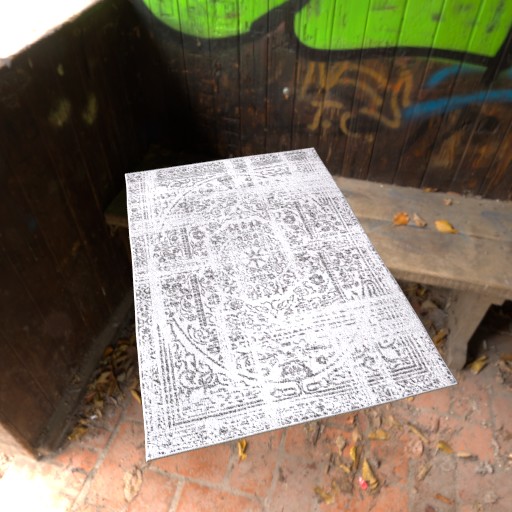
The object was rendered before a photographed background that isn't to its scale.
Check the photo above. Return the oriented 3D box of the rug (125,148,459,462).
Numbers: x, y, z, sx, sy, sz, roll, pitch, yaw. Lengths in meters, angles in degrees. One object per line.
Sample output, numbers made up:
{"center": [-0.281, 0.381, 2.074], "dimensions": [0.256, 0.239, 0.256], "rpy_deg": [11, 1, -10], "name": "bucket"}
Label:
{"center": [0.000, 0.000, 3.106], "dimensions": [1.706, 0.026, 2.438], "rpy_deg": [-10, 47, -10], "name": "rug"}
